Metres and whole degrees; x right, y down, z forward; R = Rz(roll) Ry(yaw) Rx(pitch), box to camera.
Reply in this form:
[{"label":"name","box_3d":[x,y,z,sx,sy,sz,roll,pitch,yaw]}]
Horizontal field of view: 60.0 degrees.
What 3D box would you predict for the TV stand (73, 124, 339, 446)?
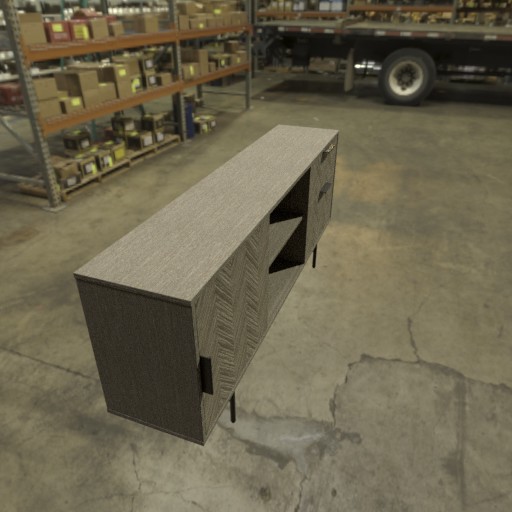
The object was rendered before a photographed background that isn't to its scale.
[{"label":"TV stand","box_3d":[0.000,0.000,2.108,0.405,0.787,1.804,11,32,18]}]
